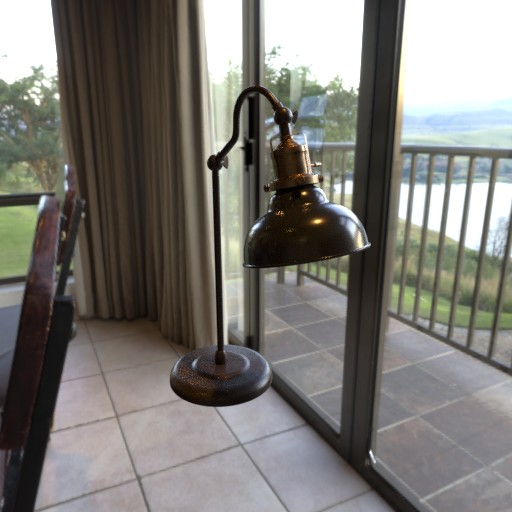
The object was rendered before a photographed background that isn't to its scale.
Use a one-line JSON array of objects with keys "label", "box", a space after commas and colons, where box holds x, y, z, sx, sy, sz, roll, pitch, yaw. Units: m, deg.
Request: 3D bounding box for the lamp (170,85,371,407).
[{"label": "lamp", "box": [0.000, 0.000, 0.704, 0.374, 0.508, 0.192, 15, 22, 42]}]
